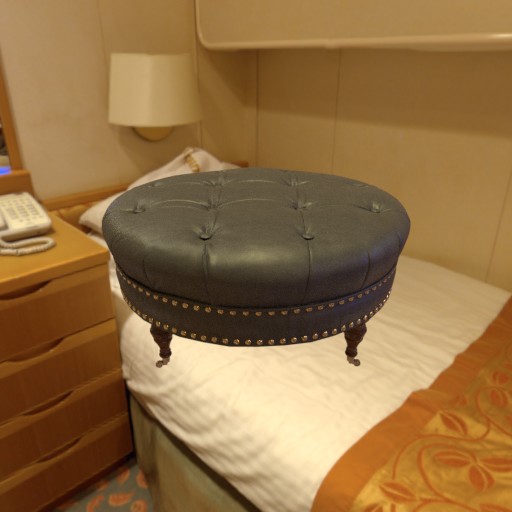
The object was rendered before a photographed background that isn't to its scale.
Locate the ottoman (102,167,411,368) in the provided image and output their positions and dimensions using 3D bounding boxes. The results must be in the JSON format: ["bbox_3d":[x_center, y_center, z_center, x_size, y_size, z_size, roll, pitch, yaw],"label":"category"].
[{"bbox_3d":[0.000,0.000,1.414,0.901,0.439,0.901,0,24,0],"label":"ottoman"}]
